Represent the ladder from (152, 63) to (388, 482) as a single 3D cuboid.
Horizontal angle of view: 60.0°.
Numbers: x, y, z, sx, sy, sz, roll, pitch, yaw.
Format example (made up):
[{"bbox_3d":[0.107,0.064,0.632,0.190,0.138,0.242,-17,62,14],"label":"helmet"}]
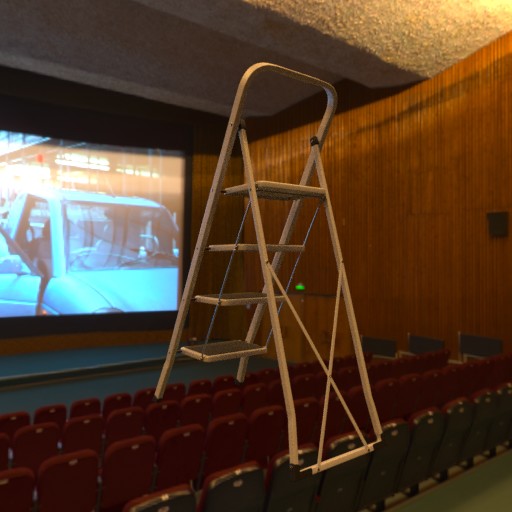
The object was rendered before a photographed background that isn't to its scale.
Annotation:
[{"bbox_3d":[0.000,0.000,1.712,0.460,1.265,0.914,0,0,-36],"label":"ladder"}]
